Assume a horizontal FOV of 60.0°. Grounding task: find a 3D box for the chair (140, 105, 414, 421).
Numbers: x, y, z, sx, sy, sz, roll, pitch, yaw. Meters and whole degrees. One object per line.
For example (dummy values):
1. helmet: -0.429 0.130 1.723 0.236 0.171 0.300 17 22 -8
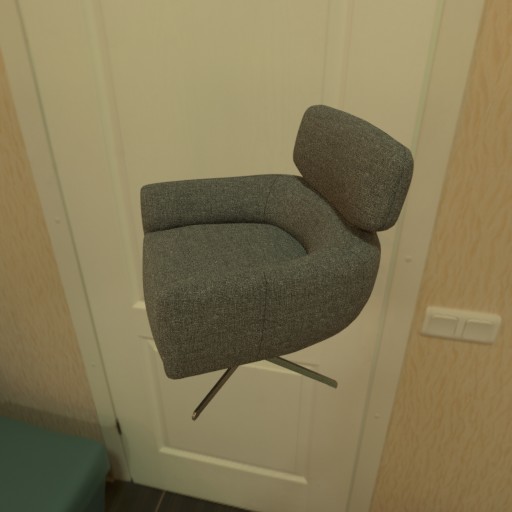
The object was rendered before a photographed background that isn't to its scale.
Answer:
1. chair: 0.000 0.000 1.400 0.715 0.812 0.706 -8 32 -14
